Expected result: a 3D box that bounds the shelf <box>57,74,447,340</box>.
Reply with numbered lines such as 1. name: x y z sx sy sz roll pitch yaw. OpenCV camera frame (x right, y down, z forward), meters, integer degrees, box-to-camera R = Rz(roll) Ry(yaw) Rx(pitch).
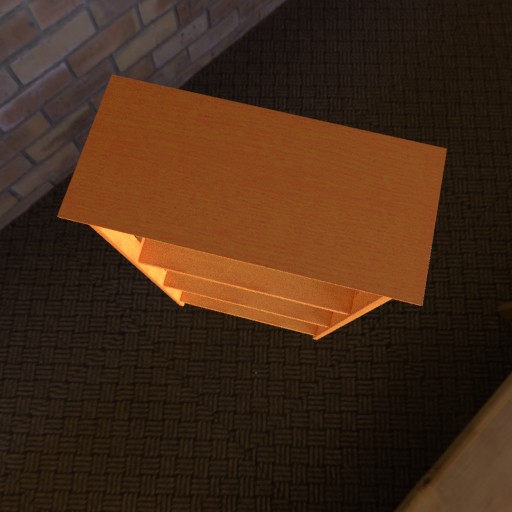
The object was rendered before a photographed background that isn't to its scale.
1. shelf: 0.000 0.000 1.329 0.660 1.067 0.305 14 76 4
